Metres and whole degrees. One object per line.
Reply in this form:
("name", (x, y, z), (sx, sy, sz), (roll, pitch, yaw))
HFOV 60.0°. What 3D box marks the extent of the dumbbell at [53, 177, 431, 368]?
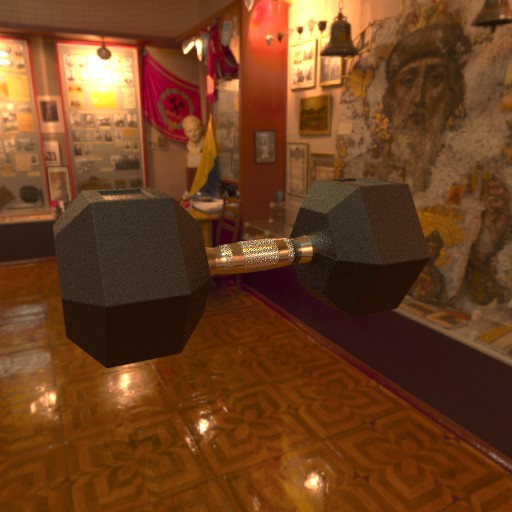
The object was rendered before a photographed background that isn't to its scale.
("dumbbell", (0.000, 0.000, 0.442), (0.361, 0.137, 0.157), (-7, 17, -24))
